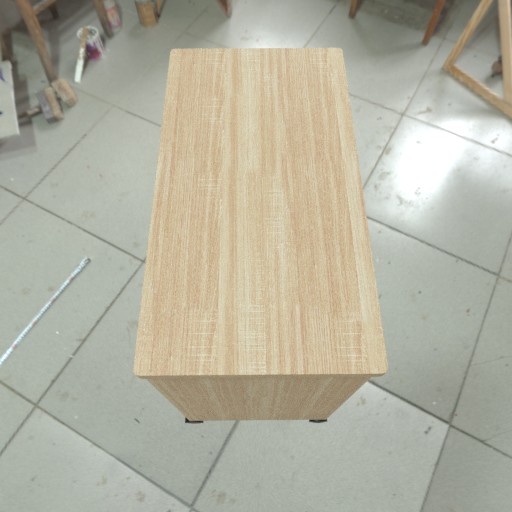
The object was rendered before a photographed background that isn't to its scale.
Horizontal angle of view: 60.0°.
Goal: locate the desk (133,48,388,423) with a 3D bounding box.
[{"bbox_3d":[0.000,0.000,1.353,0.480,0.770,0.884,0,63,0],"label":"desk"}]
